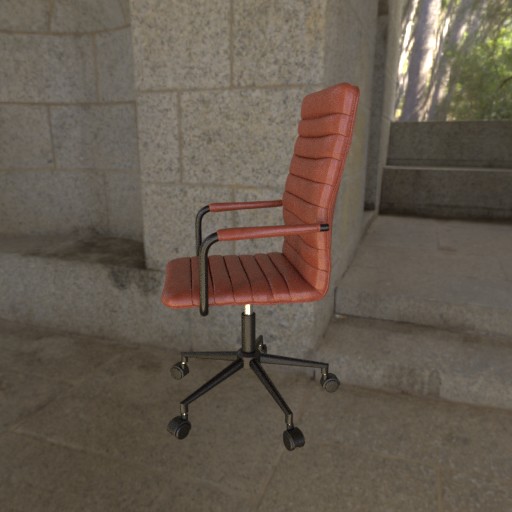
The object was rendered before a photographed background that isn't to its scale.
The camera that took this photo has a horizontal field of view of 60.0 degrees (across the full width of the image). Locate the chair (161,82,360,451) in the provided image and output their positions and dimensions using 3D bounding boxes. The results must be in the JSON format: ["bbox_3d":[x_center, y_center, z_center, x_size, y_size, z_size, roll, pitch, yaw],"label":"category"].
[{"bbox_3d":[0.000,0.000,1.372,0.580,0.979,0.608,-2,15,-8],"label":"chair"}]
